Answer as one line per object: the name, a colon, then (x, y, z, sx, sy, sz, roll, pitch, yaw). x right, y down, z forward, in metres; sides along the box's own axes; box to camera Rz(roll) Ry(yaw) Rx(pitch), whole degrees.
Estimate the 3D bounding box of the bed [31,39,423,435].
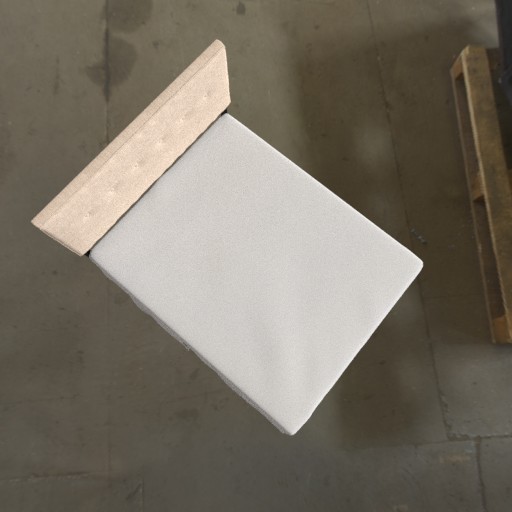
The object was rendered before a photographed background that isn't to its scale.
bed: (0.000, 0.000, 3.071, 1.978, 1.270, 1.643, 39, 79, 9)
